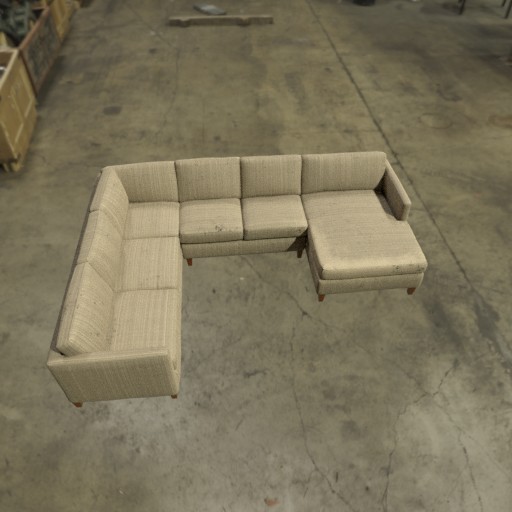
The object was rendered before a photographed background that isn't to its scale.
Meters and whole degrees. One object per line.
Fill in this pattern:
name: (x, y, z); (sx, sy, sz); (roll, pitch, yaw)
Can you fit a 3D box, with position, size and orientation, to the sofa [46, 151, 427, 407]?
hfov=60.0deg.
sofa: (0.000, 0.000, 4.519); (3.460, 0.961, 2.594); (-4, 45, -4)
